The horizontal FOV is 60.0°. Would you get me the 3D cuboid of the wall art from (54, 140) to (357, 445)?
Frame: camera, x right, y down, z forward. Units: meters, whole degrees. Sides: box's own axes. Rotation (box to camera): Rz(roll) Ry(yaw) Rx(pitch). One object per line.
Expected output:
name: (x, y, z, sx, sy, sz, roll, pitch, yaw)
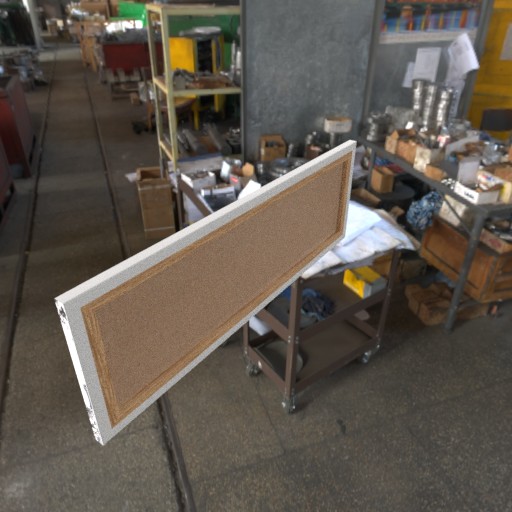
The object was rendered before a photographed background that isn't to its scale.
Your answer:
wall art: (0.000, 0.000, 1.664, 0.039, 0.507, 1.520, 21, 37, 30)
